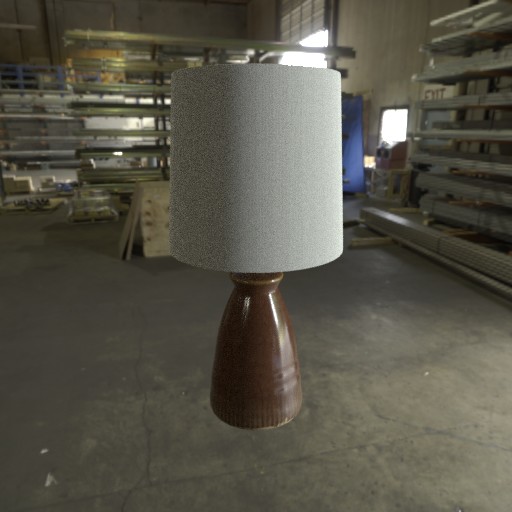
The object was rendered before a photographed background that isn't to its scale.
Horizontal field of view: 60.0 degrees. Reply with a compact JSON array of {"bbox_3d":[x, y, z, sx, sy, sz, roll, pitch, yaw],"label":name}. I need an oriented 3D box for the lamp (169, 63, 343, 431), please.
[{"bbox_3d":[0.000,0.000,0.487,0.186,0.369,0.186,0,16,0],"label":"lamp"}]
